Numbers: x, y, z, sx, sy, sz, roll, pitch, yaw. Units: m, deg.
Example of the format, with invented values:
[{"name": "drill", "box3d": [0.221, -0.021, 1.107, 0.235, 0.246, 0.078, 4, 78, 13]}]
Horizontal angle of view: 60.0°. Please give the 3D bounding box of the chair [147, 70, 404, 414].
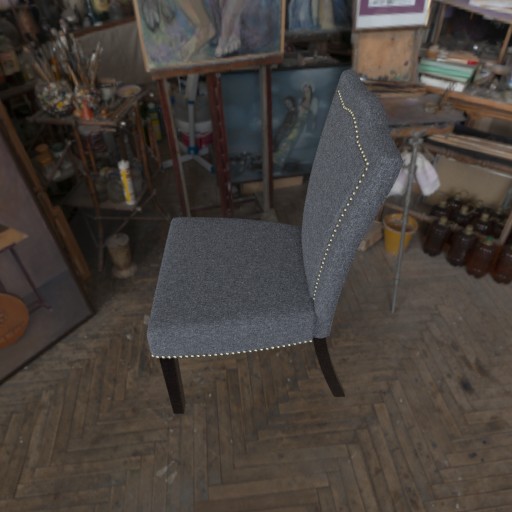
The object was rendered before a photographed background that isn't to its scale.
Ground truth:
[{"name": "chair", "box3d": [0.000, 0.000, 1.305, 0.589, 0.946, 0.518, 0, 41, -1]}]
